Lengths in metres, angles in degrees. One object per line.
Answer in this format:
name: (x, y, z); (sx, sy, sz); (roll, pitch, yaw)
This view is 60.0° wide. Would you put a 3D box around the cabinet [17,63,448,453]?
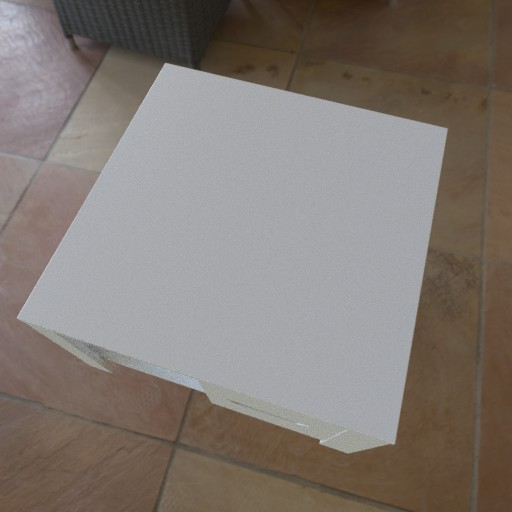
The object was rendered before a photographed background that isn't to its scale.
cabinet: (0.000, 0.000, 1.251); (0.800, 0.460, 0.800); (16, 65, 8)
